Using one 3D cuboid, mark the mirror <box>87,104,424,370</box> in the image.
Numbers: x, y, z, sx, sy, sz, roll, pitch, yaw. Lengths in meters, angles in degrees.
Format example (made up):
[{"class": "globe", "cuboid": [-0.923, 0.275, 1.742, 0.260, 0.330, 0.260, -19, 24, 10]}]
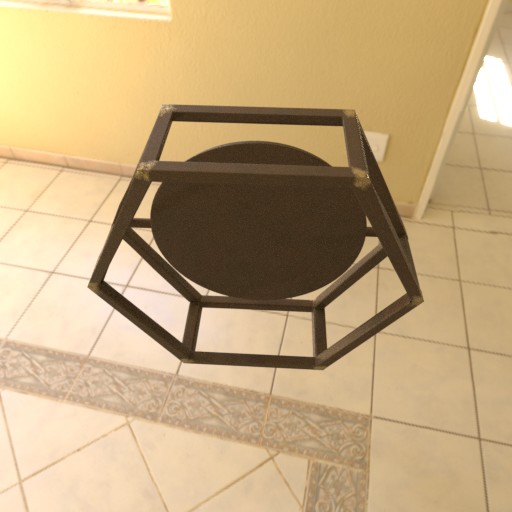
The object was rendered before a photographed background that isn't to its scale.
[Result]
[{"class": "mirror", "cuboid": [0.000, 0.000, 0.539, 0.380, 0.334, 0.119, 2, 48, 2]}]
